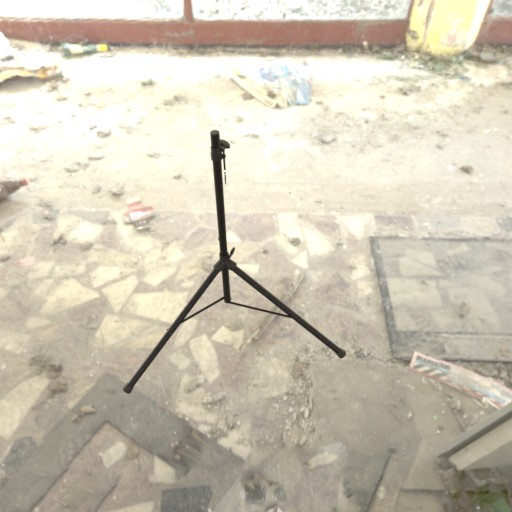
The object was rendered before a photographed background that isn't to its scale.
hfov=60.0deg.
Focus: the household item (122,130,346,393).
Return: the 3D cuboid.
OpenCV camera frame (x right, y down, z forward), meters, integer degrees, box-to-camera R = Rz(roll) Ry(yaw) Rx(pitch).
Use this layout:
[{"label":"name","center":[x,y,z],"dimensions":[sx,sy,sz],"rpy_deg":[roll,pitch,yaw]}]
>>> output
[{"label":"household item","center":[0.000,0.000,2.722],"dimensions":[1.339,1.595,1.596],"rpy_deg":[16,48,15]}]
